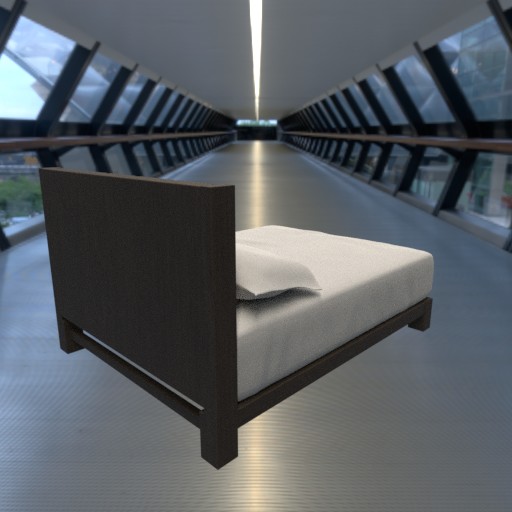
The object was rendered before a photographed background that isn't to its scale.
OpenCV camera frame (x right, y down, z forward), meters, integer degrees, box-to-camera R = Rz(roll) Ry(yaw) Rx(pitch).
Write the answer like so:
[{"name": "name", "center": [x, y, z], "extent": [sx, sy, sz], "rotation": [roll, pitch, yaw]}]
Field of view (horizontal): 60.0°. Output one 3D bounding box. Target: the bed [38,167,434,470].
[{"name": "bed", "center": [0.000, 0.000, 3.200], "extent": [1.727, 1.270, 2.242], "rotation": [14, 20, 43]}]
